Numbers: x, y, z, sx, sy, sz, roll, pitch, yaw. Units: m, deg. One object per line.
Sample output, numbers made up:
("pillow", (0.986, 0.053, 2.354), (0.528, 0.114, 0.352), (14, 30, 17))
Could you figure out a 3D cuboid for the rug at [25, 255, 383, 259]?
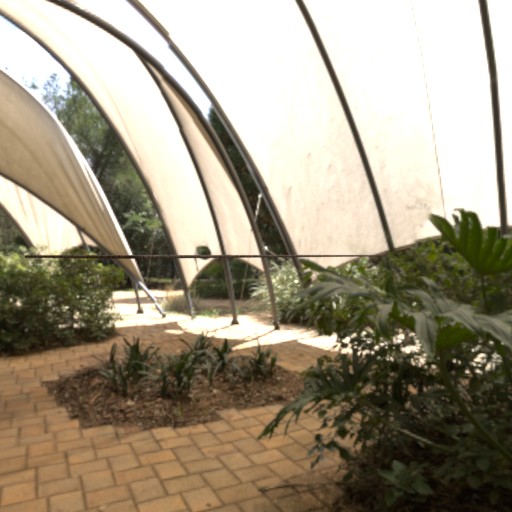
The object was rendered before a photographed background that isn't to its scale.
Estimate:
("rug", (0.000, 0.000, 2.538), (0.691, 0.011, 2.296), (0, 0, 35))
